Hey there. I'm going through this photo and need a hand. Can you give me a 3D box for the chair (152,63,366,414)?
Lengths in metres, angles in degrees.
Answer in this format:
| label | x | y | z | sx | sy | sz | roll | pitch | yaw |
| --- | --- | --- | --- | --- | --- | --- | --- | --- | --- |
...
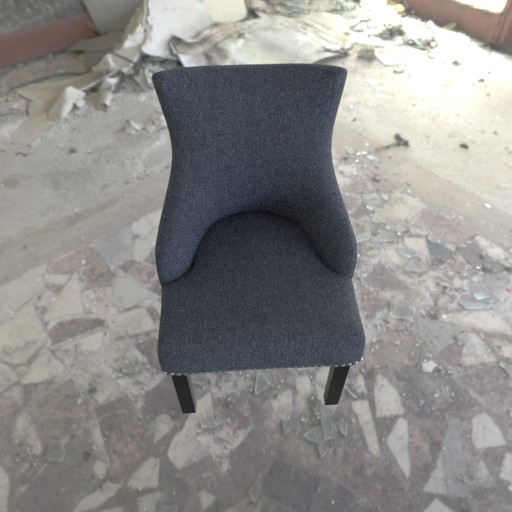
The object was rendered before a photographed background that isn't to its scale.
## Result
| label | x | y | z | sx | sy | sz | roll | pitch | yaw |
| --- | --- | --- | --- | --- | --- | --- | --- | --- | --- |
| chair | 0.000 | 0.000 | 1.316 | 0.566 | 0.909 | 0.629 | -3 | 47 | -2 |
